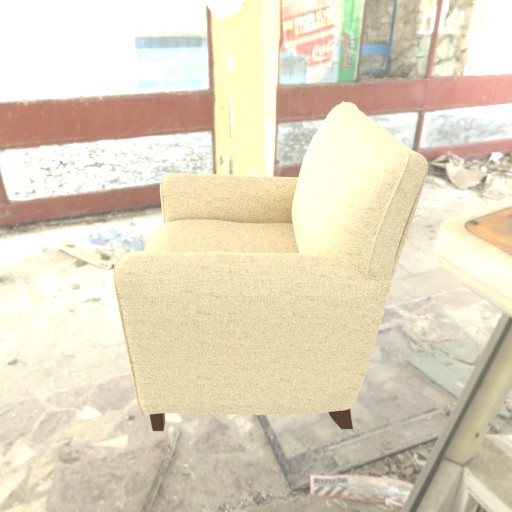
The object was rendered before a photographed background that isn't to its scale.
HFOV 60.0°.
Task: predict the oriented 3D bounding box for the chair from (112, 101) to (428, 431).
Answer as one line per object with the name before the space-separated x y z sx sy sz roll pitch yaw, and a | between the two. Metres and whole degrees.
chair | 0.000 0.000 1.593 0.823 0.943 0.870 -1 28 -1
